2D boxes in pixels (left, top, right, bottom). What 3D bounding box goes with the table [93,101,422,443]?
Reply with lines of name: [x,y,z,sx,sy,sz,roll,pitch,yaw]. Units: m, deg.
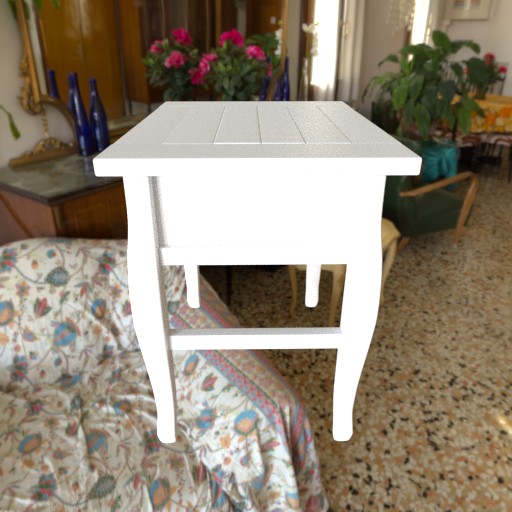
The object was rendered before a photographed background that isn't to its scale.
table: [0.000,0.000,1.019,0.463,0.605,0.599,0,26,-1]
